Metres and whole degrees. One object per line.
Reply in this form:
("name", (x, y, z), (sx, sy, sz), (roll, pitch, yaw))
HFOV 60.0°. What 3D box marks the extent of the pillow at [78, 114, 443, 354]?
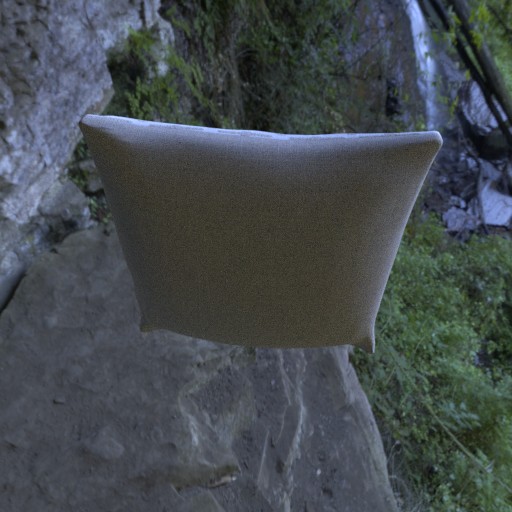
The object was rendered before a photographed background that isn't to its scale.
("pillow", (0.000, 0.000, 0.770), (0.496, 0.491, 0.219), (4, 46, 4))
